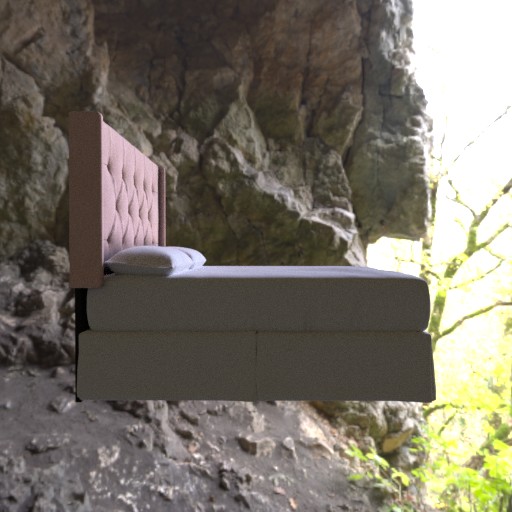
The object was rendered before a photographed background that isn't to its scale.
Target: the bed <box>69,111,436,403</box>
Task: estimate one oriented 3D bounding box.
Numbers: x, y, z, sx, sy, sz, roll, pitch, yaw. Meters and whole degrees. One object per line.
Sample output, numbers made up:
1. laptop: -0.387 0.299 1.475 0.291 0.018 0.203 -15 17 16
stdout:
1. bed: 0.000 0.000 3.281 2.066 1.665 1.719 0 1 0
